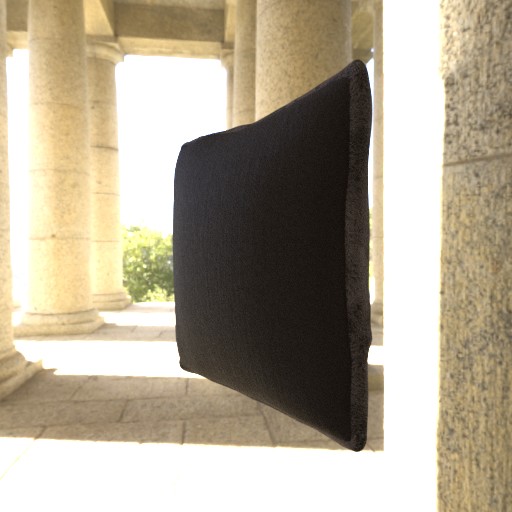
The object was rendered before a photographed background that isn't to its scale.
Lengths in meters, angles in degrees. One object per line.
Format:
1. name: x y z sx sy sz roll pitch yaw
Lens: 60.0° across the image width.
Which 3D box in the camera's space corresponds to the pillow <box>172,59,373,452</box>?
1. pillow: 0.000 0.000 0.788 0.204 0.520 0.522 -1 1 -36
